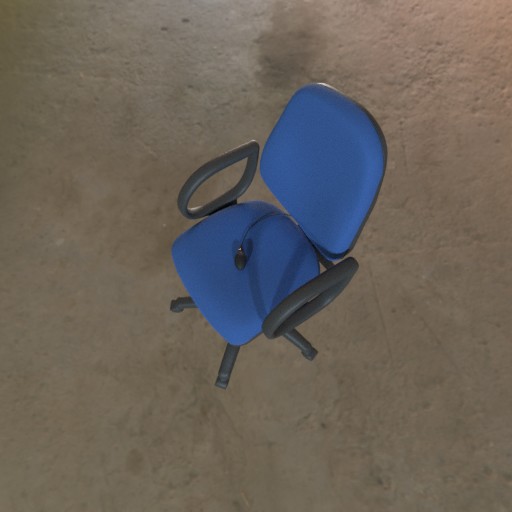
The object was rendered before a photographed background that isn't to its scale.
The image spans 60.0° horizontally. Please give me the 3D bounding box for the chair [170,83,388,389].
[{"bbox_3d":[0.000,0.000,1.252,0.549,0.905,0.552,-31,68,-14],"label":"chair"}]
